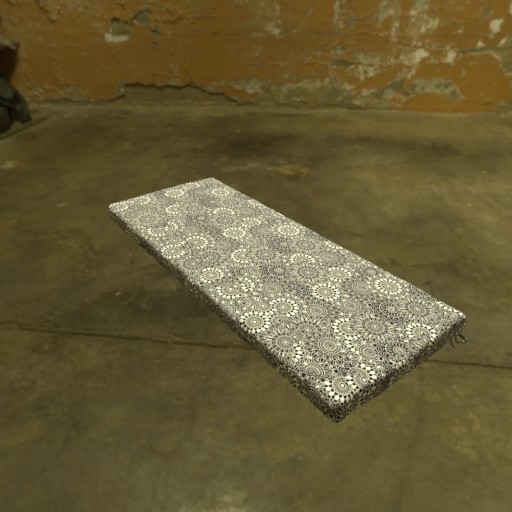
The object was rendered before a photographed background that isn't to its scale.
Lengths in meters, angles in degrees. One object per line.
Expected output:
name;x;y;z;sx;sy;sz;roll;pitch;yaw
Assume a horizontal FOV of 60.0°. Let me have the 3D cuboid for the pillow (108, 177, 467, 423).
pillow;0.000;0.000;1.359;0.492;0.081;1.187;-22;38;-31
